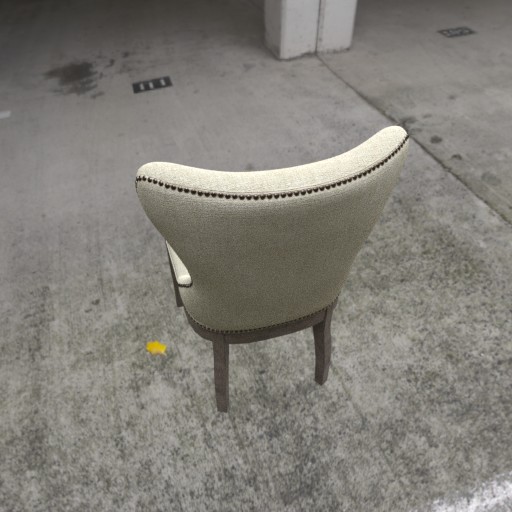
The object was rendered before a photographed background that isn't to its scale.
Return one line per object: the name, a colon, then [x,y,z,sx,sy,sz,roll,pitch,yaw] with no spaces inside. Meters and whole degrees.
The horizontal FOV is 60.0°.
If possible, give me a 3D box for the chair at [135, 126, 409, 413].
chair: [0.000,0.000,1.452,0.654,1.002,0.681,-12,44,-13]
